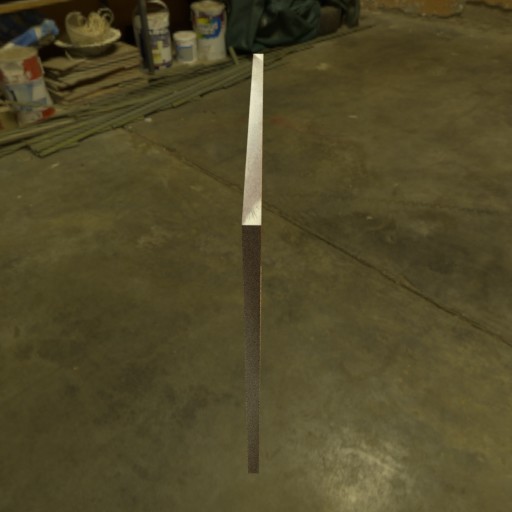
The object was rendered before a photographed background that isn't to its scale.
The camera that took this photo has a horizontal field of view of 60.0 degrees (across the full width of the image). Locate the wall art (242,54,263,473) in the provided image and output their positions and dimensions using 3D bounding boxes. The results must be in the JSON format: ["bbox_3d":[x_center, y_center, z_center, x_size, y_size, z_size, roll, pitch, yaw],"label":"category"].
[{"bbox_3d":[0.000,0.000,1.137,0.027,0.762,0.762,1,41,1],"label":"wall art"}]
